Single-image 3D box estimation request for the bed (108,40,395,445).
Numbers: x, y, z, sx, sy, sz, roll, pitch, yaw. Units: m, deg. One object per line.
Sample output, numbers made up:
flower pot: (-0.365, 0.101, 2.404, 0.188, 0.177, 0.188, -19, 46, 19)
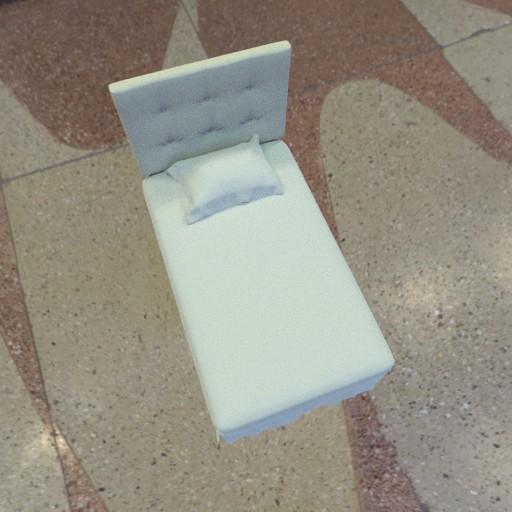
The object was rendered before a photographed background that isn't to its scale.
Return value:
bed: (0.000, 0.000, 2.953, 1.261, 1.571, 1.997, -18, 65, -9)
